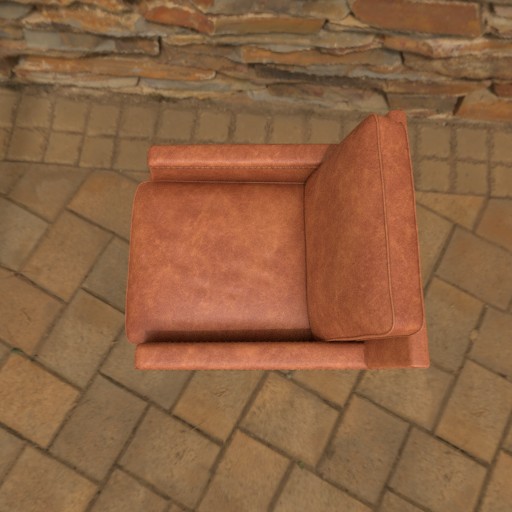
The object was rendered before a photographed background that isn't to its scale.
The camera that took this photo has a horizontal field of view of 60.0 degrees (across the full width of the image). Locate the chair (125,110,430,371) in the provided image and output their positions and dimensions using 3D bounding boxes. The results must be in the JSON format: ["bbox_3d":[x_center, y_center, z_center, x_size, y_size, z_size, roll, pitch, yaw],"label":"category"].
[{"bbox_3d":[0.000,0.000,1.703,1.014,0.943,0.853,0,76,0],"label":"chair"}]
